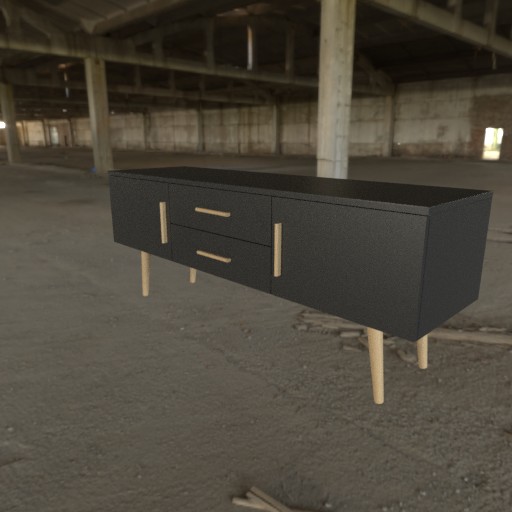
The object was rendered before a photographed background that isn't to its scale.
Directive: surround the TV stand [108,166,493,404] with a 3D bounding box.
[{"bbox_3d":[0.000,0.000,1.502,0.390,0.518,1.312,-15,21,-43],"label":"TV stand"}]
